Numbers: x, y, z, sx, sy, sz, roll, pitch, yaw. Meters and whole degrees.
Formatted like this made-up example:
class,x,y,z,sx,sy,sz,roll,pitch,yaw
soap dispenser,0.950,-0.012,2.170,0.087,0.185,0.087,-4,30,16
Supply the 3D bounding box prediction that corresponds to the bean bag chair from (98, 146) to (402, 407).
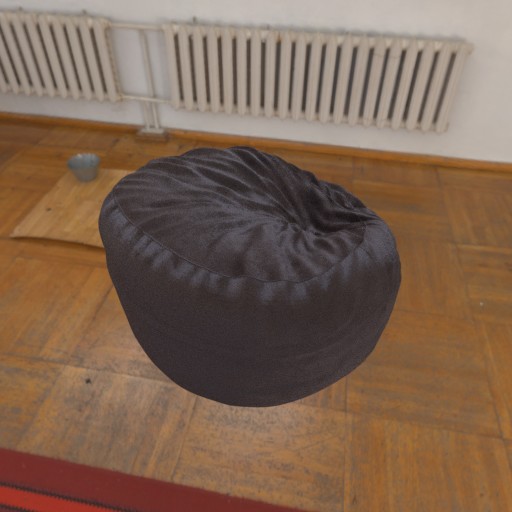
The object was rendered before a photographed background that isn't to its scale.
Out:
class,x,y,z,sx,sy,sz,roll,pitch,yaw
bean bag chair,0.000,0.000,2.024,1.245,0.821,1.245,0,41,0
